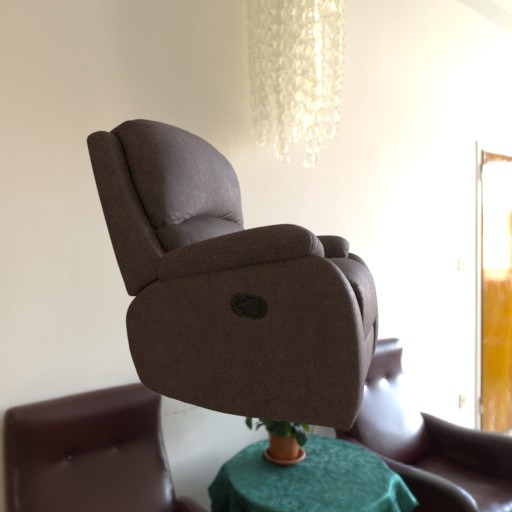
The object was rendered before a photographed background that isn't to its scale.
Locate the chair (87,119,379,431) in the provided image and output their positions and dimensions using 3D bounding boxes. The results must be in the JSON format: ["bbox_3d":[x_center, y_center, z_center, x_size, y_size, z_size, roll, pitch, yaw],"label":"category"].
[{"bbox_3d":[0.000,0.000,1.721,0.899,1.011,0.930,0,1,18],"label":"chair"}]
